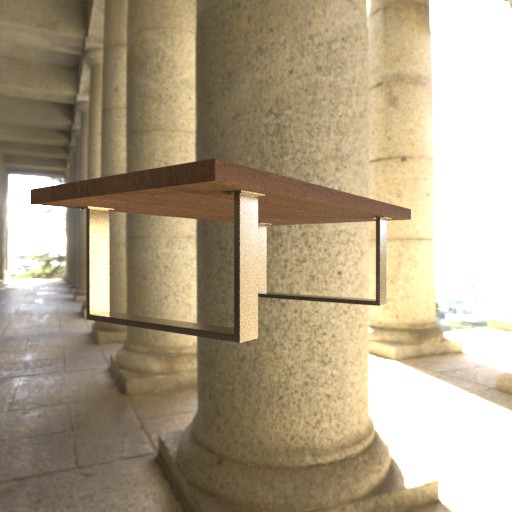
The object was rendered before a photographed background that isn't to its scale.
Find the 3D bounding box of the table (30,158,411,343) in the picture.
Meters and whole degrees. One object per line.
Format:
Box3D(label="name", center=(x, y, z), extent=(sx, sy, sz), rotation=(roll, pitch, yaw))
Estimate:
Box3D(label="table", center=(0.000, 0.000, 1.773), extent=(0.800, 0.440, 1.400), rotation=(0, 0, 36))
